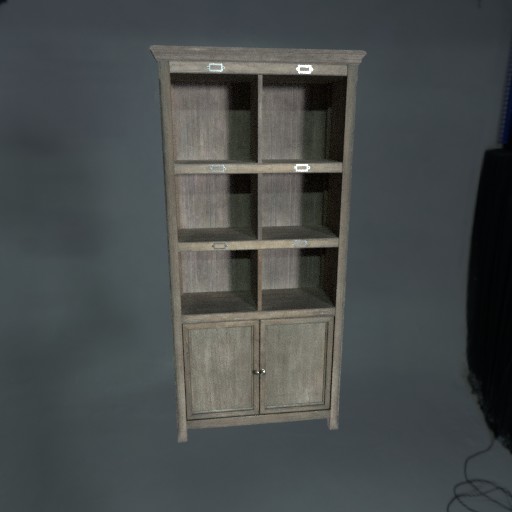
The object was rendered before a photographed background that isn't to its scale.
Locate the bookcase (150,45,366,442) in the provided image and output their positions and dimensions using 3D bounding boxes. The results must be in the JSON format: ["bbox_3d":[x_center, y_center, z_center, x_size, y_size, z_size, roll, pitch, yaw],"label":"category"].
[{"bbox_3d":[0.000,0.000,2.241,0.906,1.880,0.348,-2,15,-7],"label":"bookcase"}]
